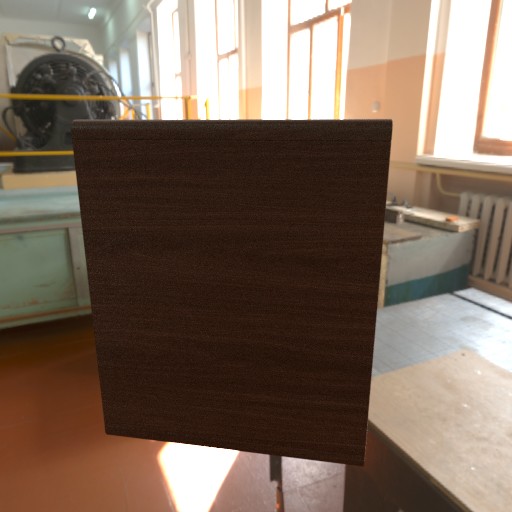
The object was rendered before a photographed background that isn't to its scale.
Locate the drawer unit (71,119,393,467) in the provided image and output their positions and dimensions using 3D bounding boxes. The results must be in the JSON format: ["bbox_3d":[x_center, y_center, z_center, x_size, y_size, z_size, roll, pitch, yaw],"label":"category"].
[{"bbox_3d":[0.000,0.000,0.602,0.290,0.351,0.349,3,17,10],"label":"drawer unit"}]
